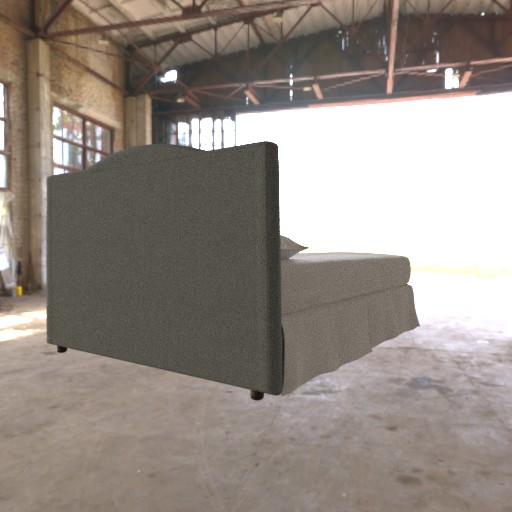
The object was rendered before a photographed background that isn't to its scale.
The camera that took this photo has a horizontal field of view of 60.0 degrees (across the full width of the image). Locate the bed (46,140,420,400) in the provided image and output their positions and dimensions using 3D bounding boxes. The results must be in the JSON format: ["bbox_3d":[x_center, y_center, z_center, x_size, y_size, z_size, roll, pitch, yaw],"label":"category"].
[{"bbox_3d":[0.000,0.000,3.922,2.161,1.457,2.689,1,2,35],"label":"bed"}]
